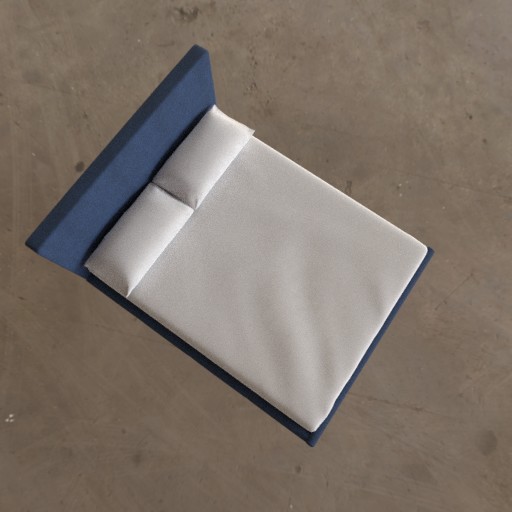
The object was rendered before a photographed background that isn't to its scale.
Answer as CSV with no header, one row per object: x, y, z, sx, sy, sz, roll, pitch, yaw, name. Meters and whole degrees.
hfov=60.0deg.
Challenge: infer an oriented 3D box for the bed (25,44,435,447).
0.000,0.000,3.204,2.172,1.231,1.723,34,78,8,bed
